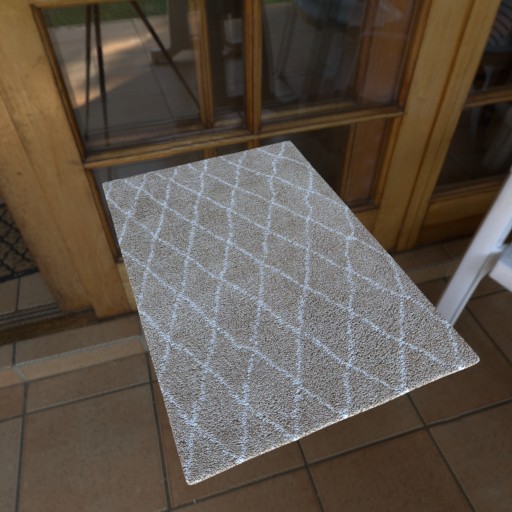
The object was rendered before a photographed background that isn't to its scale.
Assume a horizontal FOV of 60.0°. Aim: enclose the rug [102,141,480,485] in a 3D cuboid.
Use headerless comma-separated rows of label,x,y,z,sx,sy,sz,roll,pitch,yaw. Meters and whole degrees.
rug,0.000,0.000,2.189,1.219,0.030,1.778,-16,48,-15
